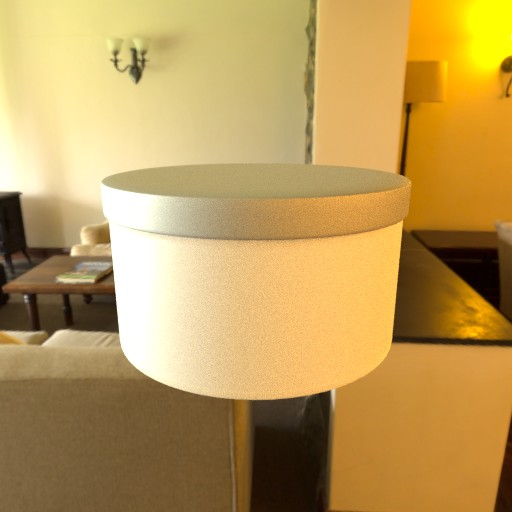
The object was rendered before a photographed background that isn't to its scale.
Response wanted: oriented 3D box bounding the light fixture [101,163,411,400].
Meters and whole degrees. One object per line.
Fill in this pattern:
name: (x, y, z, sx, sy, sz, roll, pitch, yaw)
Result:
light fixture: (0.000, 0.000, 0.622, 0.393, 0.229, 0.393, 0, 16, 0)
